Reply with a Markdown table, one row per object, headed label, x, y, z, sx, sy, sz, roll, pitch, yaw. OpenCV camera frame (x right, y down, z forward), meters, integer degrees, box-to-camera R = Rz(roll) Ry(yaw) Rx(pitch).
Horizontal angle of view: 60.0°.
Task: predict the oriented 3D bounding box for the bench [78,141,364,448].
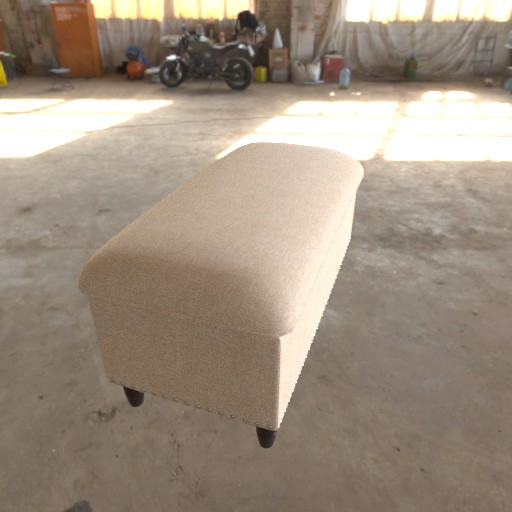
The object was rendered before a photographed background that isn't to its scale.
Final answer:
| label | x | y | z | sx | sy | sz | roll | pitch | yaw |
| --- | --- | --- | --- | --- | --- | --- | --- | --- | --- |
| bench | 0.000 | 0.000 | 1.318 | 0.483 | 0.483 | 0.991 | 10 | 32 | 17 |
